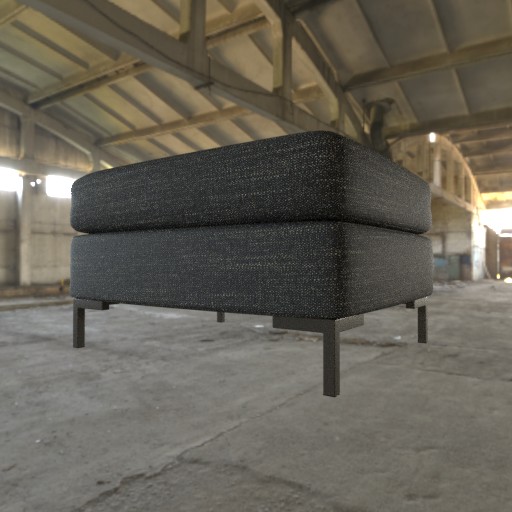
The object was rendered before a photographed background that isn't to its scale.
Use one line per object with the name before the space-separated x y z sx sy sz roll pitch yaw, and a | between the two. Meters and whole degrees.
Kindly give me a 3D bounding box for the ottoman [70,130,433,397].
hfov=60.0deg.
ottoman | 0.000 0.000 1.229 0.814 0.491 0.667 0 -1 35
